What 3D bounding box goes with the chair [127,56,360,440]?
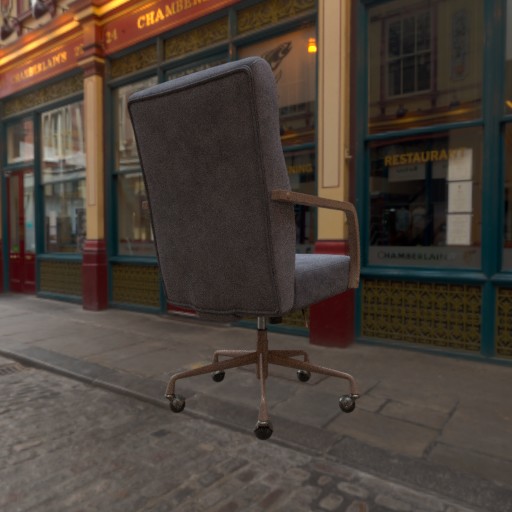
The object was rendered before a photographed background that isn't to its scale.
[{"bbox_3d":[0.000,0.000,1.511,0.640,1.029,0.741,1,2,36],"label":"chair"}]
